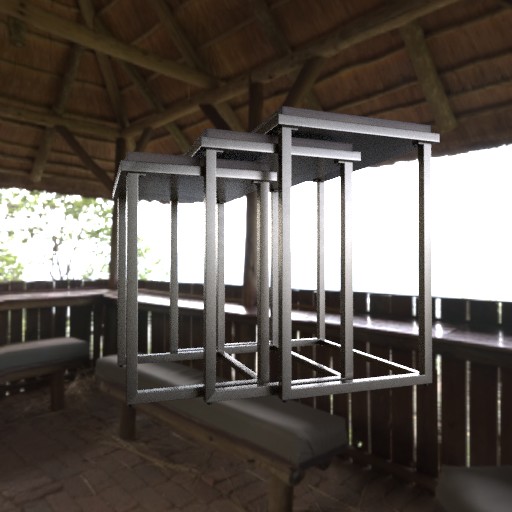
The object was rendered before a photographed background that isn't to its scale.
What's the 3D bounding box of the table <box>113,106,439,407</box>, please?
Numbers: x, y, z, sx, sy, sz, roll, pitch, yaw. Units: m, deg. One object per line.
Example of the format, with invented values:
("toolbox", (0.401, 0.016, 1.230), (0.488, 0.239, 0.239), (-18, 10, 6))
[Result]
("table", (0.000, 0.000, 1.170), (0.706, 0.610, 0.559), (0, -1, -20))
